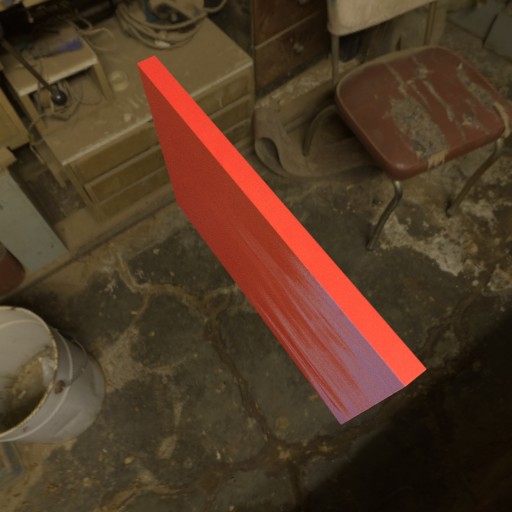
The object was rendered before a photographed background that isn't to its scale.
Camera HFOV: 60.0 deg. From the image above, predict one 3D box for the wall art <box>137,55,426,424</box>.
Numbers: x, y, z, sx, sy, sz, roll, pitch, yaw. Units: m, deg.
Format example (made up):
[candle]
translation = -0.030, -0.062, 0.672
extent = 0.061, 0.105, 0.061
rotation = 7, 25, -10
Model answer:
[wall art]
translation = 0.000, 0.000, 0.775
extent = 0.033, 0.405, 0.607
rotation = -32, 68, -15
